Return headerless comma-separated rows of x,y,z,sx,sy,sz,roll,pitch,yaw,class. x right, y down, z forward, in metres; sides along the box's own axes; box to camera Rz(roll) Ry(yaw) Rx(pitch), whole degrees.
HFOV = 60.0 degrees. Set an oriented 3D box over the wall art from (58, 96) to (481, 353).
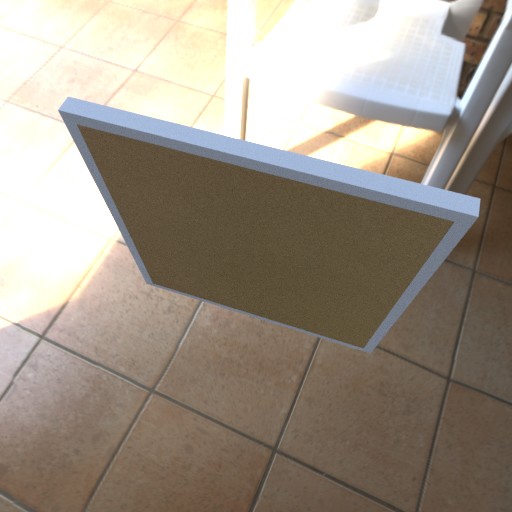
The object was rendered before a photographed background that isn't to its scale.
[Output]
0.000,0.000,1.109,0.763,0.761,0.038,16,63,9,wall art
